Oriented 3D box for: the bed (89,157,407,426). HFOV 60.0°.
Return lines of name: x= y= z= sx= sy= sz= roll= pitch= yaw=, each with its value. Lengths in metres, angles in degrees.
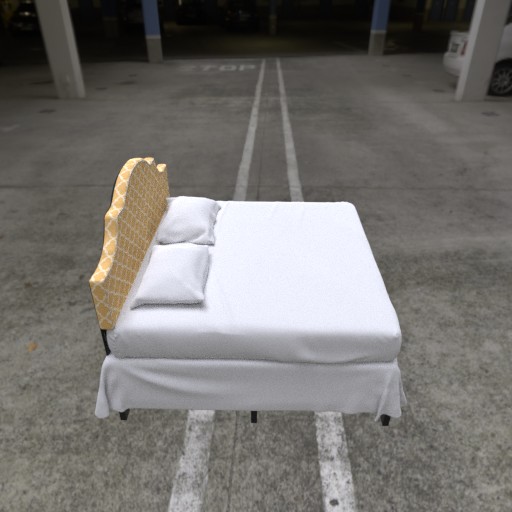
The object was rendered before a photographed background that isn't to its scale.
bed: x=0.000 y=0.000 z=3.712 sx=2.222 sy=1.601 sz=2.314 roll=1 pitch=32 yaw=1
